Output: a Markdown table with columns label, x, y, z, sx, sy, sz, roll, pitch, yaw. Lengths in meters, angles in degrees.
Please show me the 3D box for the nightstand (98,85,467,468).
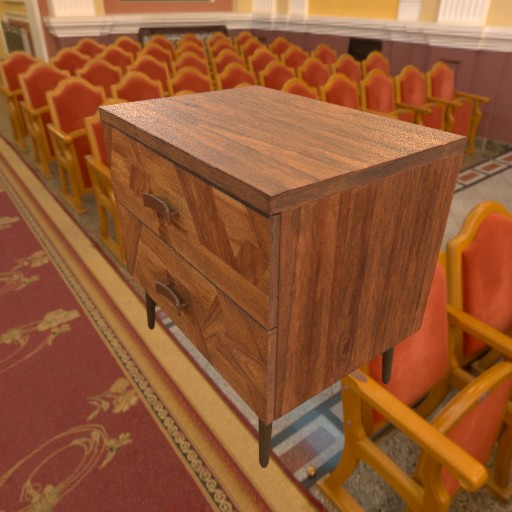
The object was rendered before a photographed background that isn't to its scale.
| label | x | y | z | sx | sy | sz | roll | pitch | yaw |
| --- | --- | --- | --- | --- | --- | --- | --- | --- | --- |
| nightstand | 0.000 | 0.000 | 1.015 | 0.458 | 0.610 | 0.610 | -21 | 37 | -31 |
